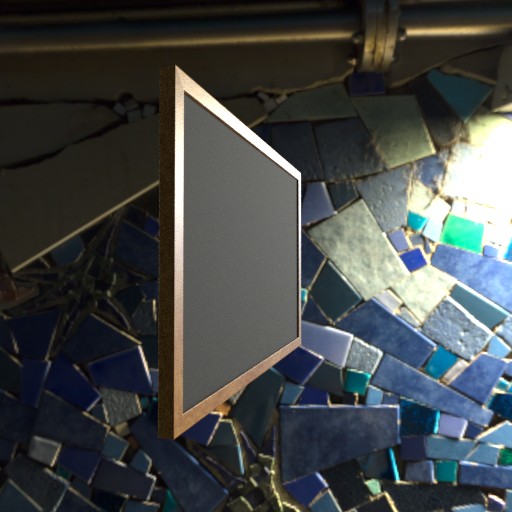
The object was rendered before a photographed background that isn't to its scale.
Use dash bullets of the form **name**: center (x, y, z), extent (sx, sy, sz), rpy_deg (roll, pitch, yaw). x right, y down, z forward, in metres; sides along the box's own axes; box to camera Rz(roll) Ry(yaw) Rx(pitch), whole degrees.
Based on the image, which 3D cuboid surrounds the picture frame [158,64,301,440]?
- **picture frame**: center (0.000, 0.000, 1.173), extent (0.029, 0.621, 0.922), rpy_deg (0, -1, 19)
